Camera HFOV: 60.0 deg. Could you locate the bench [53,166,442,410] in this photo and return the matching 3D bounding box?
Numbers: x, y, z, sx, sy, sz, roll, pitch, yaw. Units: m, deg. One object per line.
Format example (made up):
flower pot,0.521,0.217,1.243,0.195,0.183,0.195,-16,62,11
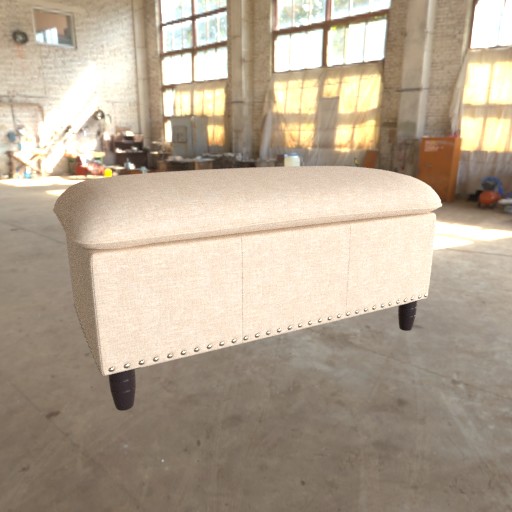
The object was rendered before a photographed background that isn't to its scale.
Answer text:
bench,0.000,0.000,1.247,0.991,0.483,0.483,-8,18,-27
